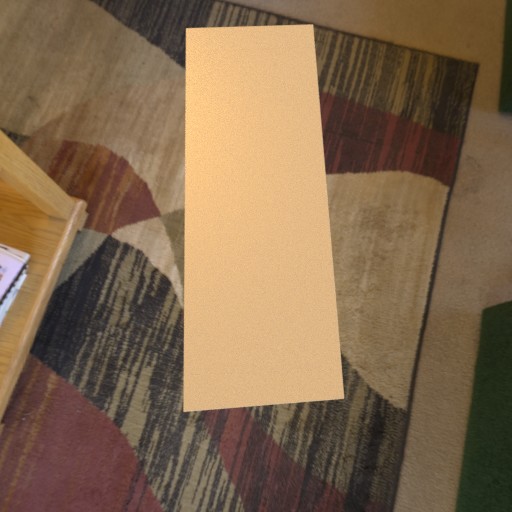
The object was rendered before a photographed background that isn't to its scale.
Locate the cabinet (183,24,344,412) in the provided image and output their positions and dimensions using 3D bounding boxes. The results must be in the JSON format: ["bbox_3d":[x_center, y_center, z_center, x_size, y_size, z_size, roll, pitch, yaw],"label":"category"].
[{"bbox_3d":[0.000,0.000,1.636,0.348,1.150,0.990,-2,75,-1],"label":"cabinet"}]
